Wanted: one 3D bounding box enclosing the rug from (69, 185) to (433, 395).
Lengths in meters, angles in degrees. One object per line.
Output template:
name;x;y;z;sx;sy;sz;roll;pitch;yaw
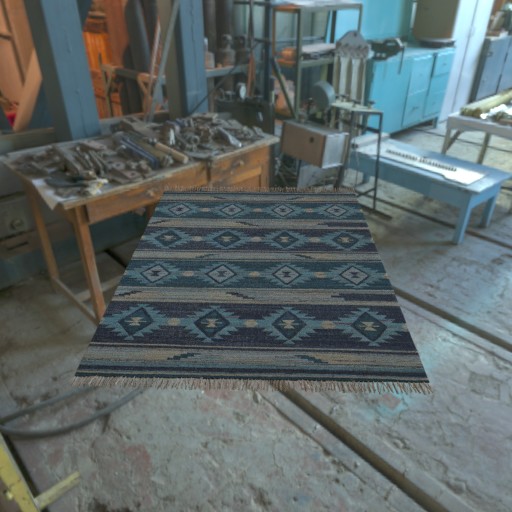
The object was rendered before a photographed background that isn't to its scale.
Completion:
rug;0.000;0.000;4.287;2.418;0.047;3.307;1;32;1
